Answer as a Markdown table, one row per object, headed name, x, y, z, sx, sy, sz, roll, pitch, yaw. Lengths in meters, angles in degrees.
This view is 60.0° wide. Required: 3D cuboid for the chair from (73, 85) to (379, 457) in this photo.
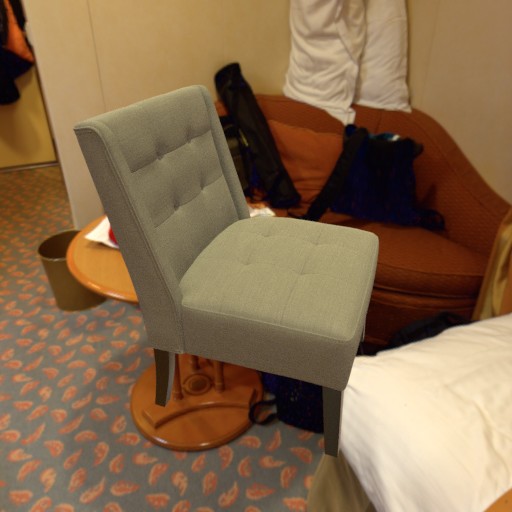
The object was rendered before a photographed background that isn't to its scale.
| name | x | y | z | sx | sy | sz | roll | pitch | yaw |
| --- | --- | --- | --- | --- | --- | --- | --- | --- | --- |
| chair | 0.000 | 0.000 | 1.300 | 0.676 | 0.853 | 0.569 | 10 | 31 | 17 |
